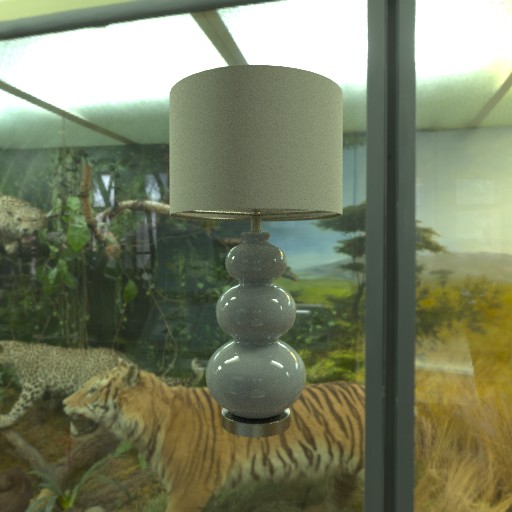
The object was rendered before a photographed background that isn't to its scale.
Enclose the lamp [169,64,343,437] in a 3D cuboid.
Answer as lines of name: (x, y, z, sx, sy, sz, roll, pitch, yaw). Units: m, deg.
lamp: (0.000, 0.000, 0.962, 0.367, 0.730, 0.367, 0, 1, -18)
